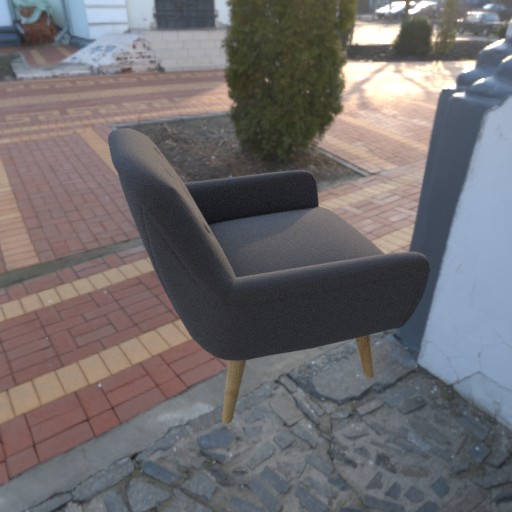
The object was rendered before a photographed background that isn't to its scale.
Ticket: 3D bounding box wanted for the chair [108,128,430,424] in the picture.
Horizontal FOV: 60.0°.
[{"bbox_3d":[0.000,0.000,1.413,0.779,0.800,0.770,-10,31,-16],"label":"chair"}]
